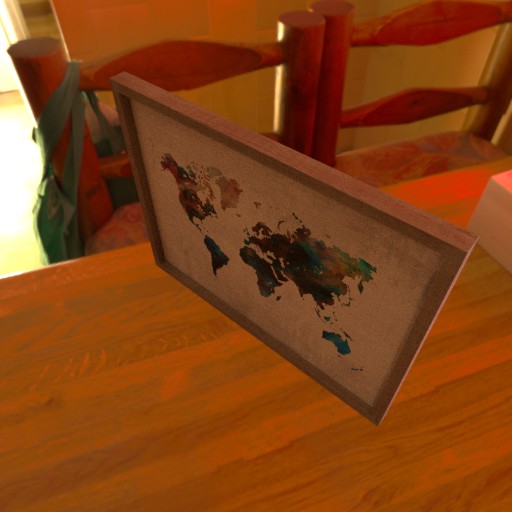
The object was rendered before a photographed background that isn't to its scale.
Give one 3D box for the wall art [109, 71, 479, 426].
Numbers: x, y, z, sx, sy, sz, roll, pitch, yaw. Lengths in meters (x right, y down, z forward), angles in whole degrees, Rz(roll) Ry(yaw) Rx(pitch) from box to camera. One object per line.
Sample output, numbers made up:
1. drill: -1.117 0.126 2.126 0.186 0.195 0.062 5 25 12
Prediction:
1. wall art: 0.000 0.000 1.686 1.320 1.009 0.070 32 55 26
